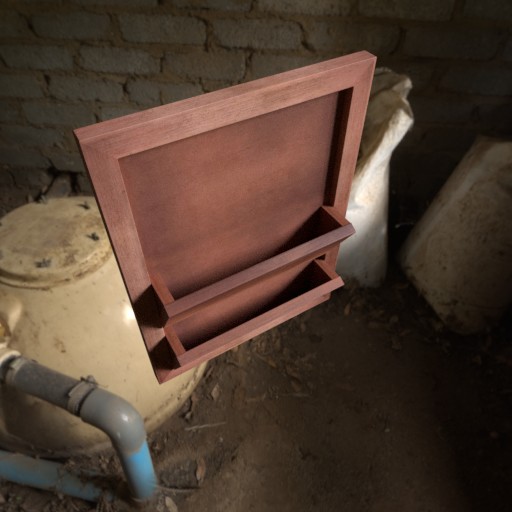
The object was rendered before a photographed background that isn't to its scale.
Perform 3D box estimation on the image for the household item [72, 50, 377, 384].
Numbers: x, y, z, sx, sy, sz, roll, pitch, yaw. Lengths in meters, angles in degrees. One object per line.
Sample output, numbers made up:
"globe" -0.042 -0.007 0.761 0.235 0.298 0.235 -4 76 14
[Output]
"household item" 0.000 0.000 0.544 0.310 0.407 0.067 -24 51 -21
